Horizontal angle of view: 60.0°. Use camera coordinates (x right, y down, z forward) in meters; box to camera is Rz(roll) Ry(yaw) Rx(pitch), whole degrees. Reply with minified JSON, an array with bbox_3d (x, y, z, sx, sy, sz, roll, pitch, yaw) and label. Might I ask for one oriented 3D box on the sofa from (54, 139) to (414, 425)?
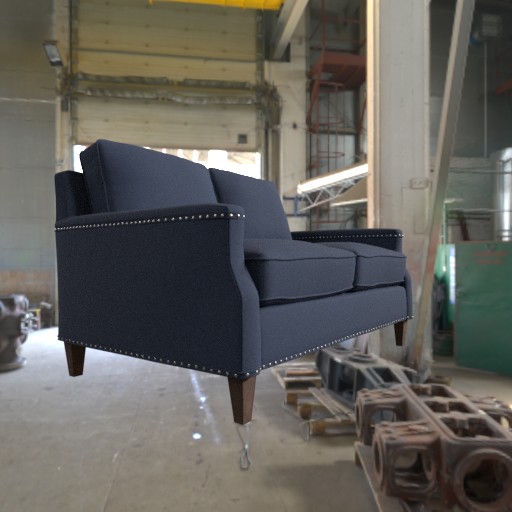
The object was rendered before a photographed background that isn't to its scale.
[{"bbox_3d":[0.000,0.000,2.192,1.084,1.003,1.597,0,0,36],"label":"sofa"}]
